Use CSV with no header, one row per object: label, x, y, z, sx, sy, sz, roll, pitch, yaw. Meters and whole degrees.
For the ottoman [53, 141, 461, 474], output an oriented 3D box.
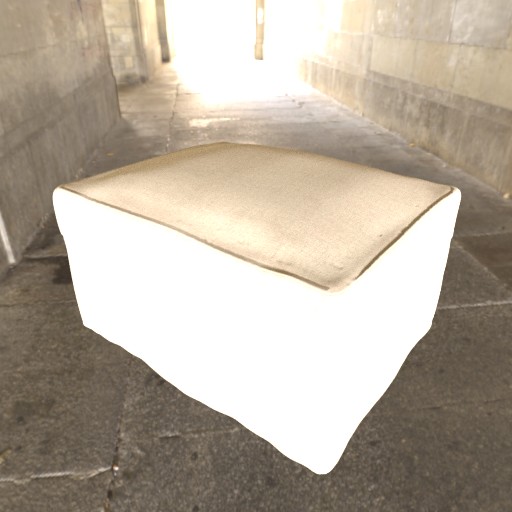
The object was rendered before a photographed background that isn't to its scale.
ottoman,0.000,0.000,1.199,0.833,0.485,0.650,20,34,32
